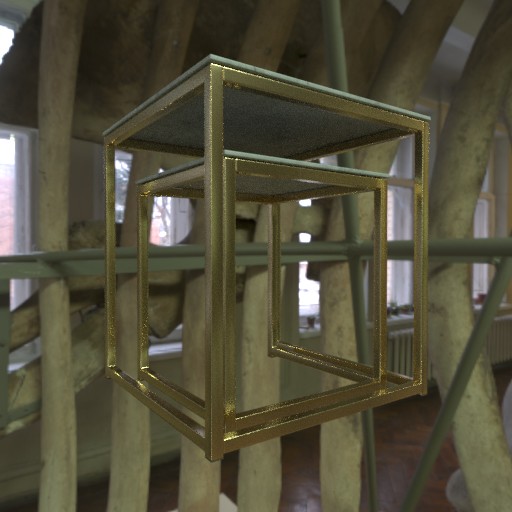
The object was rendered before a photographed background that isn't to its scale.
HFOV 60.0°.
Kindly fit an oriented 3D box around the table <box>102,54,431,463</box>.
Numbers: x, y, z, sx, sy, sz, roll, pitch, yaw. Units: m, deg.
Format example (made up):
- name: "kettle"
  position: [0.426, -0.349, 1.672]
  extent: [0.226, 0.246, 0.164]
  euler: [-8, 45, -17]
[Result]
- name: "table"
  position: [0.000, 0.000, 0.853]
  extent: [0.450, 0.500, 0.450]
  euler: [-1, 1, -35]
